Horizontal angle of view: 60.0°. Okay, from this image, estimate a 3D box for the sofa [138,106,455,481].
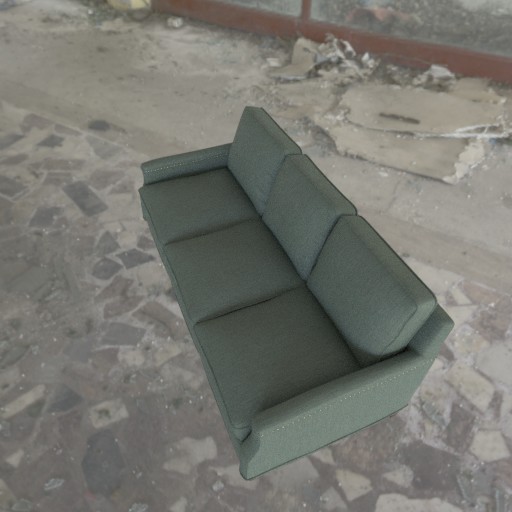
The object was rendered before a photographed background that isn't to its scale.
[{"bbox_3d":[0.000,0.000,2.817,1.084,1.003,2.246,-17,48,-16],"label":"sofa"}]
